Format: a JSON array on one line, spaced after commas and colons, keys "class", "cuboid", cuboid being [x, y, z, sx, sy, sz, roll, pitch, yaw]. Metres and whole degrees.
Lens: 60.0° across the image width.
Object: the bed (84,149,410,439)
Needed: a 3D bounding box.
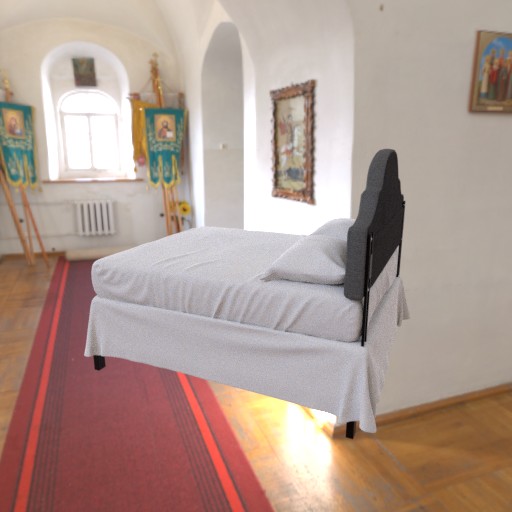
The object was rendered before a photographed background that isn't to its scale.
[{"class": "bed", "cuboid": [0.000, 0.000, 3.450, 2.222, 1.634, 1.780, 6, 16, 24]}]
